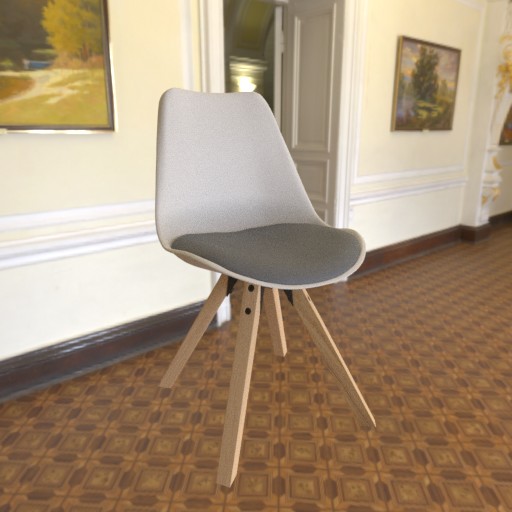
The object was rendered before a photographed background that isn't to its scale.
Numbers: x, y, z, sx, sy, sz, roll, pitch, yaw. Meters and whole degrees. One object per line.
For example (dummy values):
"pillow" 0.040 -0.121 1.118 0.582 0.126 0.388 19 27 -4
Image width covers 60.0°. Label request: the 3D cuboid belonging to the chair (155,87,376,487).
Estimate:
"chair" 0.000 0.000 1.152 0.485 0.850 0.550 -8 18 -27
